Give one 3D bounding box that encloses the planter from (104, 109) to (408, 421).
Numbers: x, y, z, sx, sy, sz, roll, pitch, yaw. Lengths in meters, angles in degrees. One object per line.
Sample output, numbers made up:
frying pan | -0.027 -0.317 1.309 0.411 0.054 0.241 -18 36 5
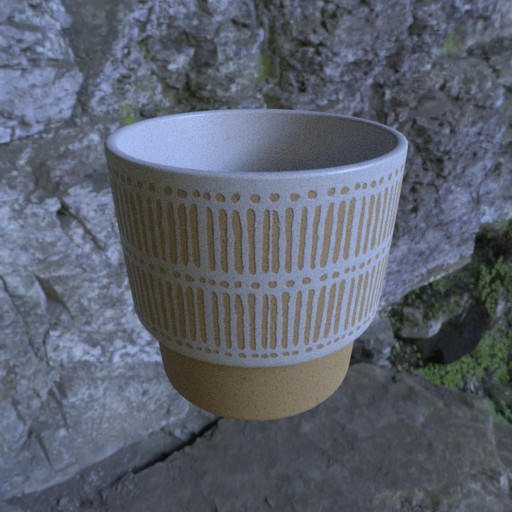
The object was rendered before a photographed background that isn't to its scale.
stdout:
planter | 0.000 0.000 0.550 0.317 0.303 0.317 0 27 0
